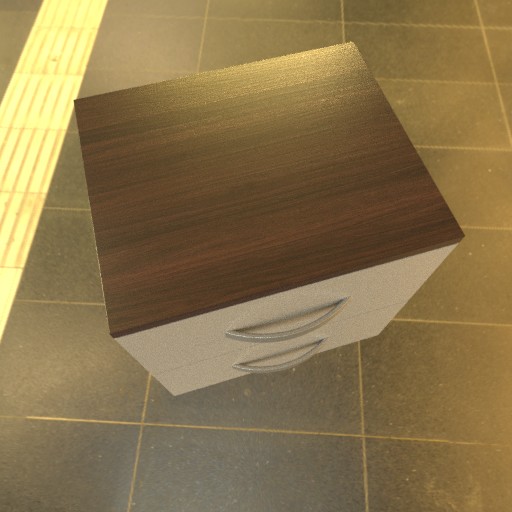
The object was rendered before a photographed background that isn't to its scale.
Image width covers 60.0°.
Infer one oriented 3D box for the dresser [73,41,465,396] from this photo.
[{"bbox_3d":[0.000,0.000,0.749,0.400,0.470,0.360,-15,65,-7],"label":"dresser"}]
